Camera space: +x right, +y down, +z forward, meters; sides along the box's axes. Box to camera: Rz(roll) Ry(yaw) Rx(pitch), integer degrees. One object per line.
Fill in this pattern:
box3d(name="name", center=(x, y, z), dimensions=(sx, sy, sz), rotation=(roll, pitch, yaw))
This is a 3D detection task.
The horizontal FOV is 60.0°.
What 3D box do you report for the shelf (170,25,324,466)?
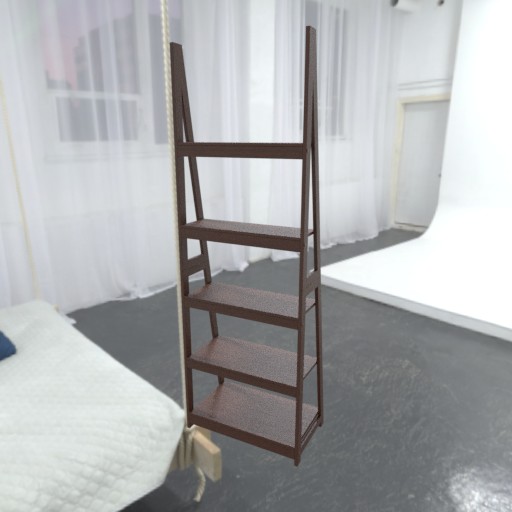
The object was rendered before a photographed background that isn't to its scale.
box3d(name="shelf", center=(0.000, 0.000, 2.010), dimensions=(0.600, 1.770, 0.350), rotation=(8, 17, 26))
